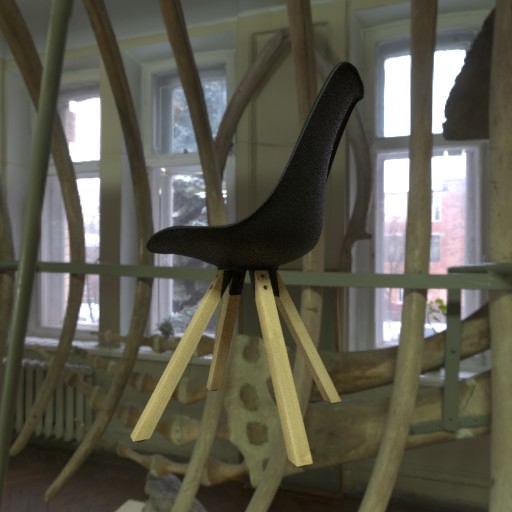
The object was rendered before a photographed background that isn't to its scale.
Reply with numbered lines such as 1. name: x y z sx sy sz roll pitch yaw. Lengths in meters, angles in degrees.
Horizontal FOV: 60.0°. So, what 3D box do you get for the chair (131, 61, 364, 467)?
1. chair: 0.000 0.000 1.155 0.549 0.850 0.485 0 -1 19
